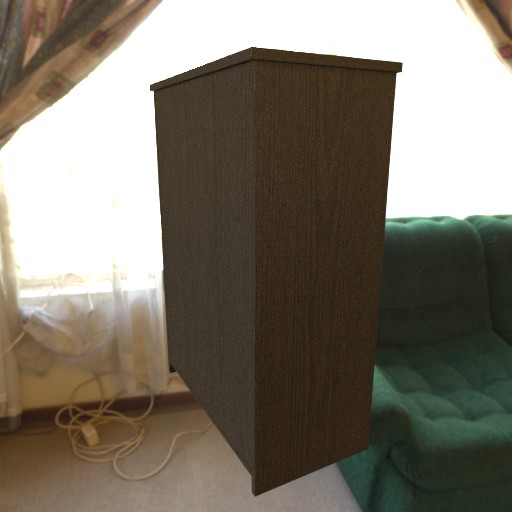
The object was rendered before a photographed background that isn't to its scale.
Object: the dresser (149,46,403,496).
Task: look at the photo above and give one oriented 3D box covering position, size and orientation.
[{"bbox_3d":[0.000,0.000,1.341,0.399,1.020,0.704,-8,17,-27],"label":"dresser"}]
